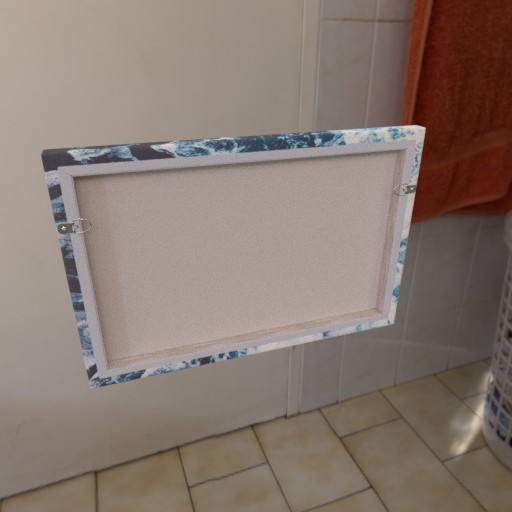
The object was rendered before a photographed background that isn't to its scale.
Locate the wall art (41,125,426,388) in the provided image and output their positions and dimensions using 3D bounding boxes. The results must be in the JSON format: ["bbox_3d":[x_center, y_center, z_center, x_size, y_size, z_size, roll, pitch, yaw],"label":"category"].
[{"bbox_3d":[0.000,0.000,1.158,0.915,0.610,0.042,-8,27,-17],"label":"wall art"}]
